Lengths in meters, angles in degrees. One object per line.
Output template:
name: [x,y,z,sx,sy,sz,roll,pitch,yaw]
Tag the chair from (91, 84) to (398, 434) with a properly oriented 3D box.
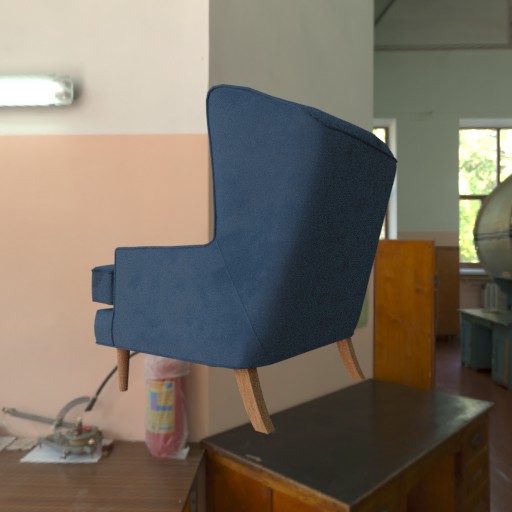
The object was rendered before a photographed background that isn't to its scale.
chair: [0.000,0.000,1.618,0.910,0.952,0.793,0,0,36]
